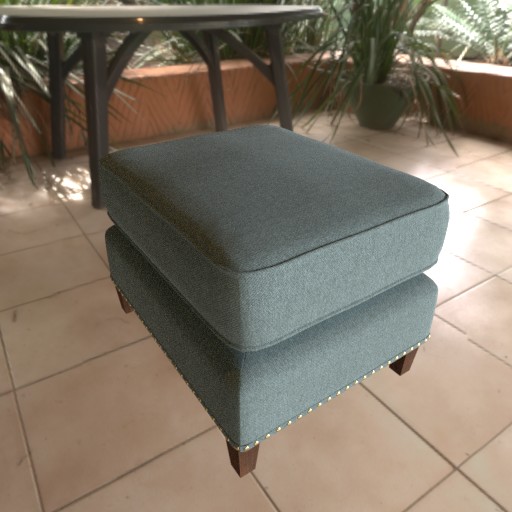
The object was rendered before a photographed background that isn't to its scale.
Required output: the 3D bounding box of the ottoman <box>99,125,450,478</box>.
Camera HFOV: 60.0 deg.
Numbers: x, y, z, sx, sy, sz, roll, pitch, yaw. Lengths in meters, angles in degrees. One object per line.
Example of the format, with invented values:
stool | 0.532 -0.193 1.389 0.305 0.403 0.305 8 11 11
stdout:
ottoman | 0.000 0.000 1.150 0.589 0.537 0.738 -20 36 -29
